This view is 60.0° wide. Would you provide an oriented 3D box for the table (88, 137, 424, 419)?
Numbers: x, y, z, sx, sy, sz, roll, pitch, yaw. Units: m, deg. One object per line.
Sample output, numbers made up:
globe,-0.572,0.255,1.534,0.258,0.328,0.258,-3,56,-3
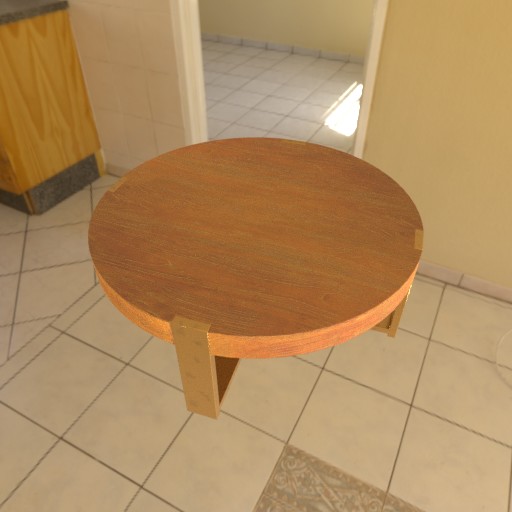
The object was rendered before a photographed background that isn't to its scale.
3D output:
table,0.000,0.000,1.651,1.100,0.420,1.100,0,41,0
